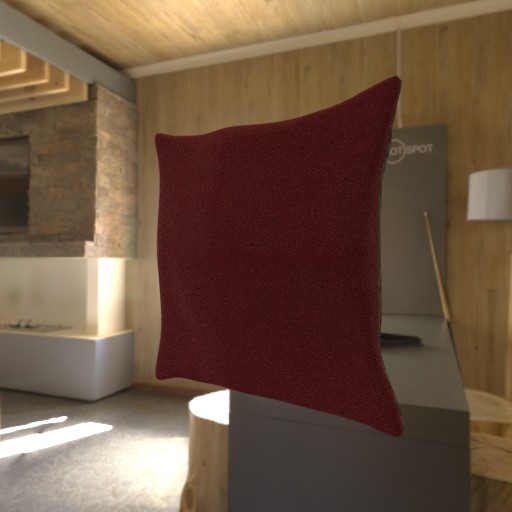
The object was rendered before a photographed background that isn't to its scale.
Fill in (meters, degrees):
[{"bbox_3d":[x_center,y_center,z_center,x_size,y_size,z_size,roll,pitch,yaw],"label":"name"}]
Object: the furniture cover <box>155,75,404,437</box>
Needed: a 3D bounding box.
[{"bbox_3d":[0.000,0.000,0.777,0.514,0.513,0.163,0,0,37],"label":"furniture cover"}]
